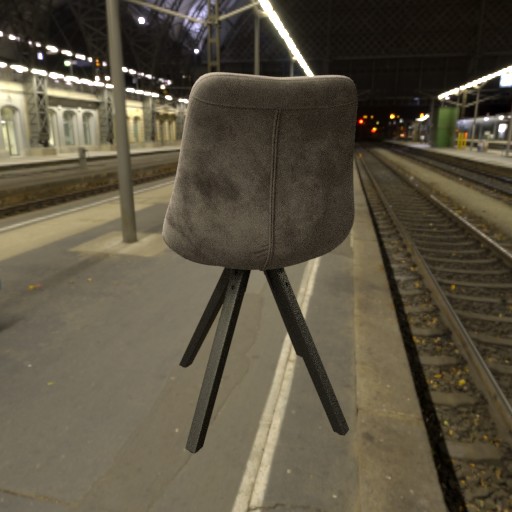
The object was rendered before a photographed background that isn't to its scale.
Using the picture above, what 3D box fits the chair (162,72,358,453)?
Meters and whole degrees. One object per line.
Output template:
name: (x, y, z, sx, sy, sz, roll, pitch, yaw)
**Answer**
chair: (0.000, 0.000, 1.188, 0.485, 0.850, 0.550, -3, 16, -10)
